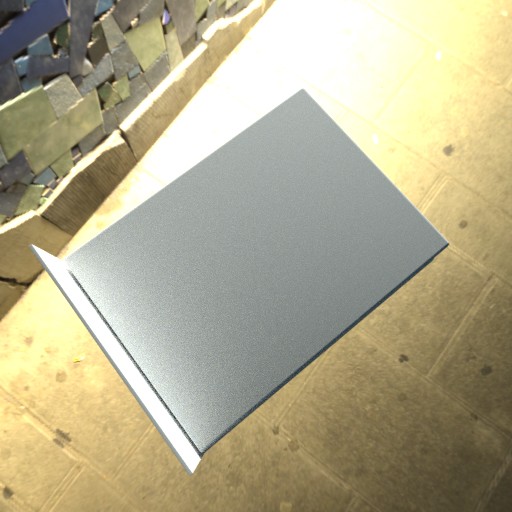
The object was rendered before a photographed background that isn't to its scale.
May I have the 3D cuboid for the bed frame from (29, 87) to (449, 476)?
[{"bbox_3d":[0.000,0.000,2.698,1.900,0.800,1.400,-38,79,-9],"label":"bed frame"}]
